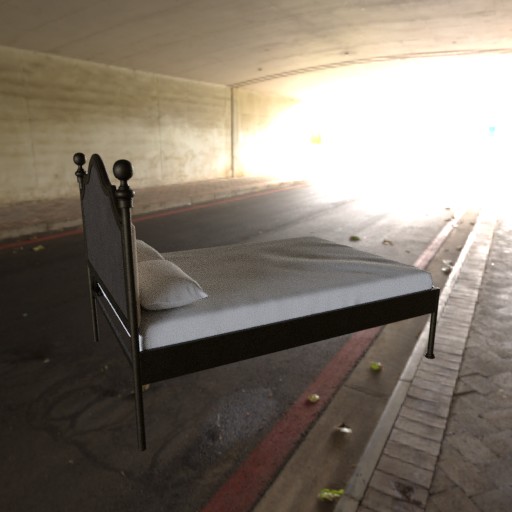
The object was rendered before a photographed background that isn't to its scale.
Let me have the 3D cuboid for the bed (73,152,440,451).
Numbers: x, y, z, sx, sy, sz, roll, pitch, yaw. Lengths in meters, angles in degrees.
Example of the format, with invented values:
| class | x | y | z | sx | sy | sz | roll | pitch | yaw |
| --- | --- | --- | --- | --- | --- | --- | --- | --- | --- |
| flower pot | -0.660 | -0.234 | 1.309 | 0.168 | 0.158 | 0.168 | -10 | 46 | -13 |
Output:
| class | x | y | z | sx | sy | sz | roll | pitch | yaw |
| --- | --- | --- | --- | --- | --- | --- | --- | --- | --- |
| bed | 0.000 | 0.000 | 3.189 | 2.170 | 1.462 | 1.533 | -8 | 16 | -27 |
